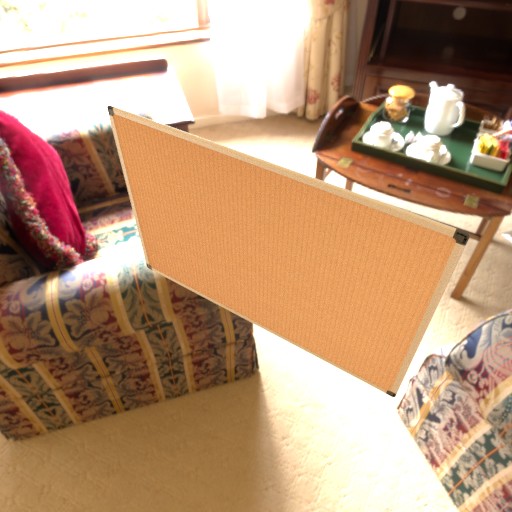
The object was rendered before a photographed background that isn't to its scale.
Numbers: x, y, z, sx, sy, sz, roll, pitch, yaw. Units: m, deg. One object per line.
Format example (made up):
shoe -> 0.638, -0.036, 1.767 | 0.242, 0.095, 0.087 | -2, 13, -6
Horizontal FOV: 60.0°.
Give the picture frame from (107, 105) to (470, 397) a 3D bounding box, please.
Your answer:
picture frame -> 0.000, 0.000, 1.164 | 0.900, 0.600, 0.010 | 25, 50, 22
